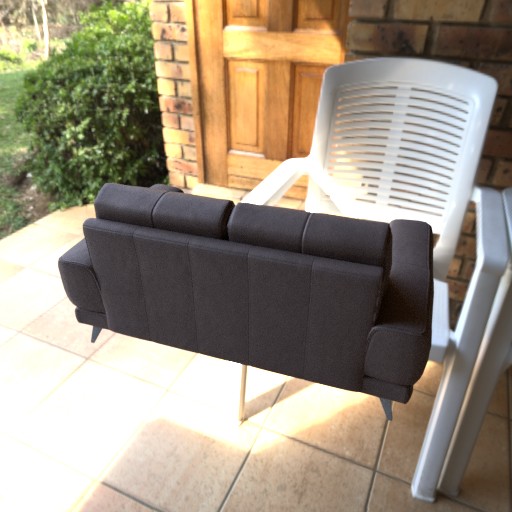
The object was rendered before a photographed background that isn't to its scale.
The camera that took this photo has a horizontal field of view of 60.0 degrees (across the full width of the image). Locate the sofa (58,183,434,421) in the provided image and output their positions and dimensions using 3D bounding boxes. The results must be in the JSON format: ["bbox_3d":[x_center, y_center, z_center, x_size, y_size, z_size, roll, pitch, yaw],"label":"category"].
[{"bbox_3d":[0.000,0.000,2.390,1.806,0.907,1.018,10,34,16],"label":"sofa"}]
